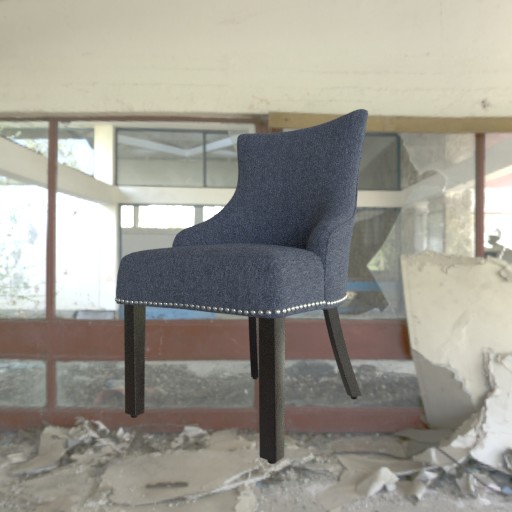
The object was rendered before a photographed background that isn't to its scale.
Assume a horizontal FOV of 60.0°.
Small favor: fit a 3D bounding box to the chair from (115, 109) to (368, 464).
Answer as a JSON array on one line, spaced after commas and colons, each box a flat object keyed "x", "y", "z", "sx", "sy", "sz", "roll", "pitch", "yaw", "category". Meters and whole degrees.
[{"x": 0.000, "y": 0.000, "z": 1.321, "sx": 0.566, "sy": 0.909, "sz": 0.629, "roll": 0, "pitch": 0, "yaw": 36, "category": "chair"}]
